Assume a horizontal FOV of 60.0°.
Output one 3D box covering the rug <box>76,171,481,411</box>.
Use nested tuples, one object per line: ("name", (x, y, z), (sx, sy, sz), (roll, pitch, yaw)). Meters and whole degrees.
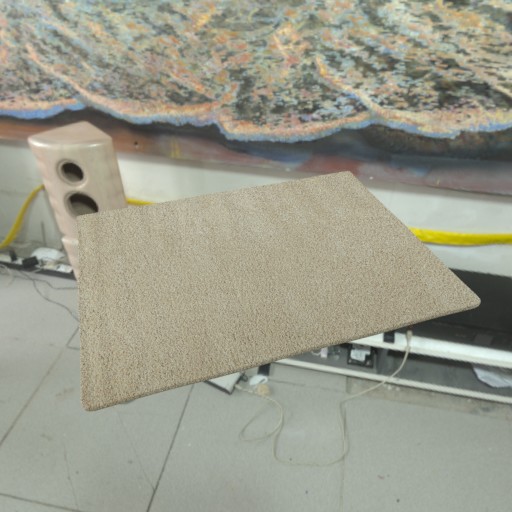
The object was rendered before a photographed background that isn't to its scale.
("rug", (0.000, 0.000, 2.092), (1.600, 0.025, 1.199), (-12, 40, -14))
